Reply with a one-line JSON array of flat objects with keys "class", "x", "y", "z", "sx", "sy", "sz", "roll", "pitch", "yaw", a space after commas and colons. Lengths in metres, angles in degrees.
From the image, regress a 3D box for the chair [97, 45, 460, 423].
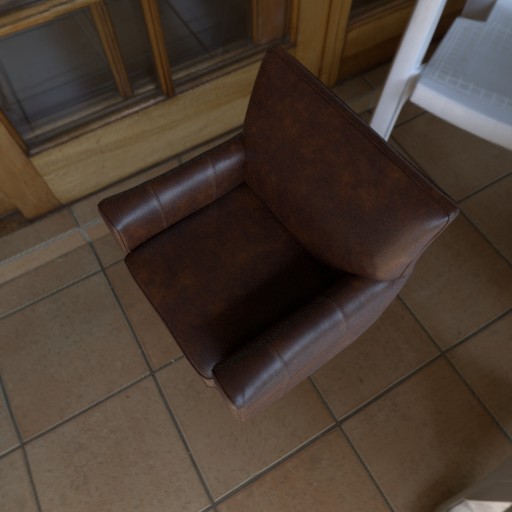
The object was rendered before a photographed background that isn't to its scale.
[{"class": "chair", "x": 0.000, "y": 0.000, "z": 1.638, "sx": 0.823, "sy": 0.943, "sz": 0.870, "roll": -33, "pitch": 68, "yaw": -15}]
